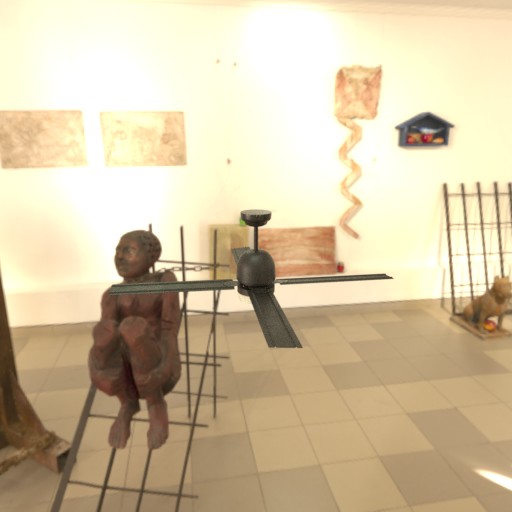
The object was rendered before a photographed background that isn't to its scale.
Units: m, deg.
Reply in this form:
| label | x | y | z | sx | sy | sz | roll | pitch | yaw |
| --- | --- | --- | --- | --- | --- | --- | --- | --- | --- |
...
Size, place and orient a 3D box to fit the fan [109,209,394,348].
| label | x | y | z | sx | sy | sz | roll | pitch | yaw |
| --- | --- | --- | --- | --- | --- | --- | --- | --- | --- |
| fan | 0.000 | 0.000 | 2.042 | 1.319 | 0.410 | 1.319 | -3 | 16 | -10 |
